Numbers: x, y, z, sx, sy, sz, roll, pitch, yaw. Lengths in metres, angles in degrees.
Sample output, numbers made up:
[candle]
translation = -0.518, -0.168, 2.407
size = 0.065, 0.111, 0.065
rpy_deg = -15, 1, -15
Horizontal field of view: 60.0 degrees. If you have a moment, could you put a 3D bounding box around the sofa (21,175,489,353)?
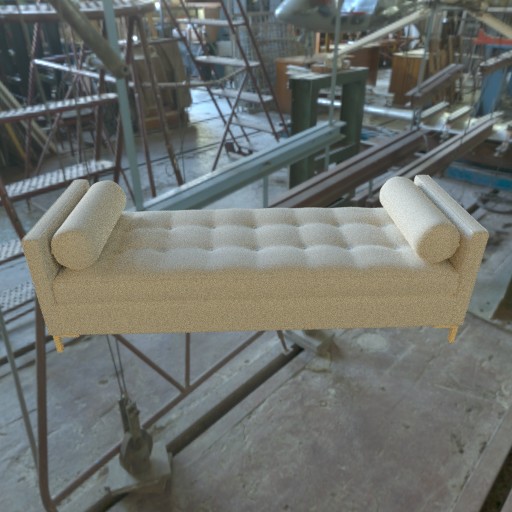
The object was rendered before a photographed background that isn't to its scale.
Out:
[sofa]
translation = 0.000, 0.000, 2.313
size = 1.985, 0.641, 0.746
rpy_deg = -1, 30, -2
